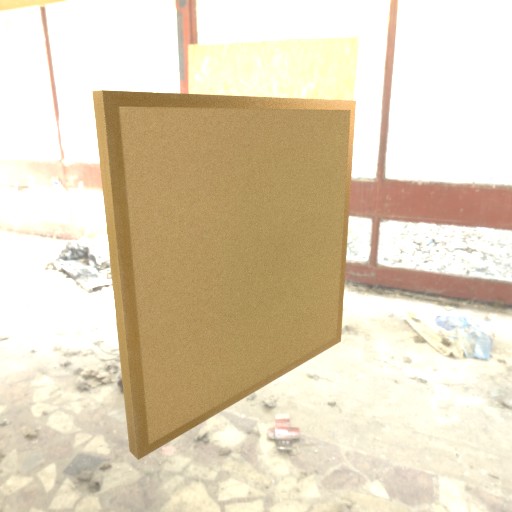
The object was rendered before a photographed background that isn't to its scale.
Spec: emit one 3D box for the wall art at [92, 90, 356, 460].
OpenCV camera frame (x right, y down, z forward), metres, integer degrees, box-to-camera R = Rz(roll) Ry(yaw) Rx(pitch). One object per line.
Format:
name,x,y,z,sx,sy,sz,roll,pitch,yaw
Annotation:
wall art,0.000,0.000,1.124,0.762,0.760,0.037,-17,24,-42
